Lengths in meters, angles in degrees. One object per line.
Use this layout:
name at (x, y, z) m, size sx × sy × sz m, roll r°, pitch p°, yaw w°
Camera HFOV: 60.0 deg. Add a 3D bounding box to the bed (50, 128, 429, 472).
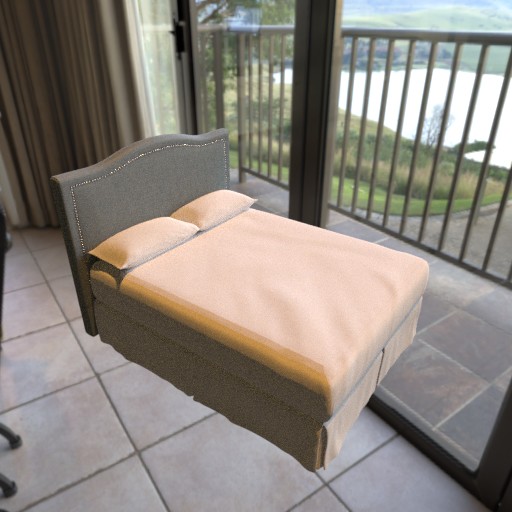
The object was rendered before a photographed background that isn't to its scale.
bed at (0.000, 0.000, 3.288) m, size 2.143 × 1.460 × 1.753 m, roll 20°, pitch 34°, yaw 31°
